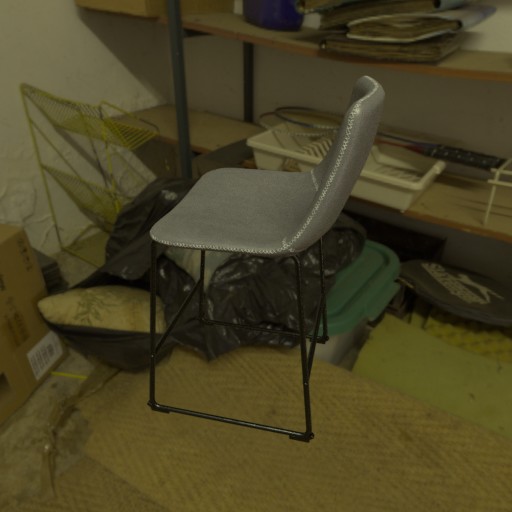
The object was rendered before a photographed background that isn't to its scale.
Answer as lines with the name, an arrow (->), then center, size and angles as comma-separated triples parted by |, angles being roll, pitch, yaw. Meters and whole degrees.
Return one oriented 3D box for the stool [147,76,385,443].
stool -> 0.000, 0.000, 1.180 | 0.546, 0.876, 0.470 | 7, 31, 12
